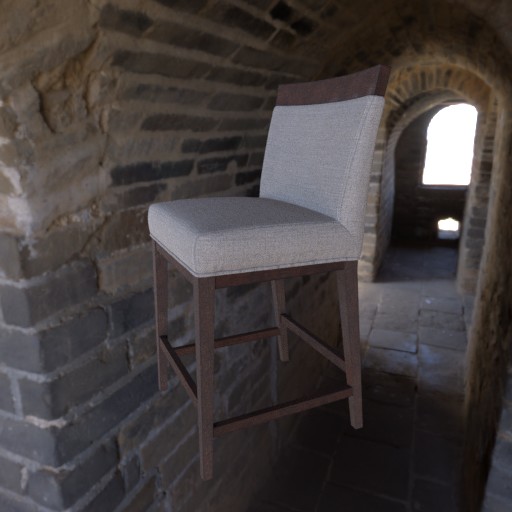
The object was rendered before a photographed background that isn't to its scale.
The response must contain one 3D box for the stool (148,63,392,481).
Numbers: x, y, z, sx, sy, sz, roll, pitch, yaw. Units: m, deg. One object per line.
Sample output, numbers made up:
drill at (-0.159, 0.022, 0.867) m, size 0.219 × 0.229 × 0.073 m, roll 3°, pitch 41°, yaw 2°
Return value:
stool at (0.000, 0.000, 1.303) m, size 0.531 × 1.009 × 0.512 m, roll -7°, pitch 17°, yaw -24°
